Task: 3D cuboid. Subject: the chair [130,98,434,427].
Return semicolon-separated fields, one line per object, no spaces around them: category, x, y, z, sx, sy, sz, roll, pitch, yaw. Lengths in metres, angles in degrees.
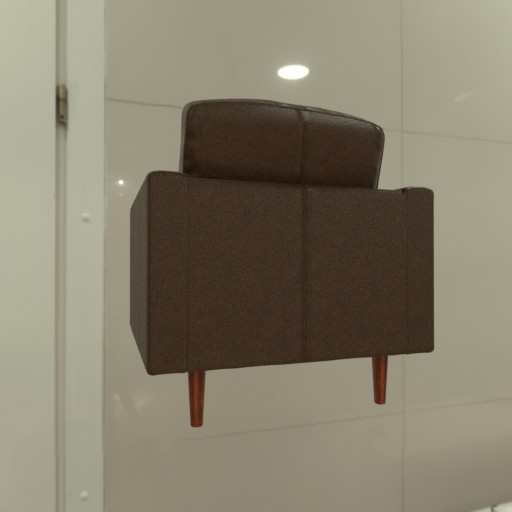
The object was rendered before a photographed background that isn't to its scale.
chair;0.000;0.000;1.689;0.890;0.956;0.909;0;0;-19
